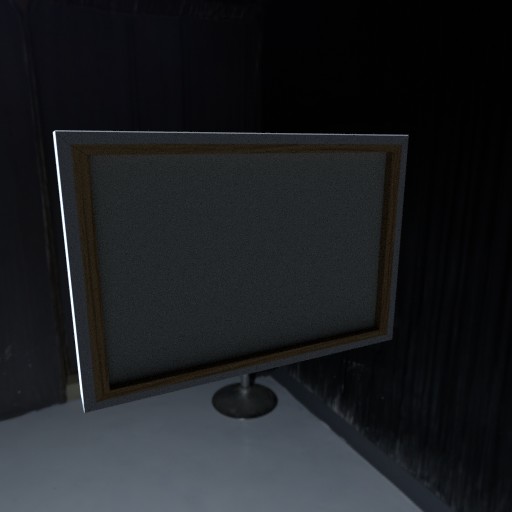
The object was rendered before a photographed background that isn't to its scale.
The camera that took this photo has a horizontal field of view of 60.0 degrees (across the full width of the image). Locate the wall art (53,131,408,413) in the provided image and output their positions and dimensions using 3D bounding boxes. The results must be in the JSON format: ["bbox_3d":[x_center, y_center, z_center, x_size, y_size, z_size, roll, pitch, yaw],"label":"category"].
[{"bbox_3d":[0.000,0.000,0.488,0.381,0.259,0.038,-7,15,-25],"label":"wall art"}]
